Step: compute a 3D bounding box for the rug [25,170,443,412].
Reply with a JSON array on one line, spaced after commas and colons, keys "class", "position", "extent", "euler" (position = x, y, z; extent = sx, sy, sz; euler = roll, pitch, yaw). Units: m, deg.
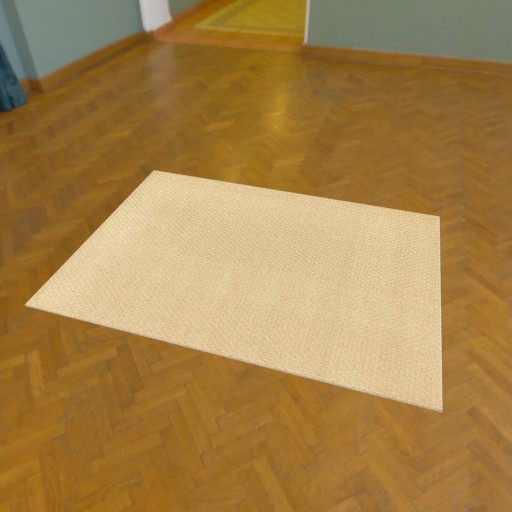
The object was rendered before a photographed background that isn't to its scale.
[{"class": "rug", "position": [0.000, 0.000, 2.700], "extent": [2.144, 0.013, 1.509], "euler": [11, 42, 13]}]
